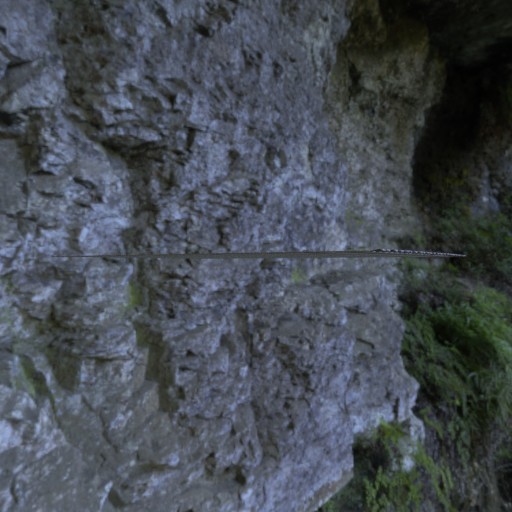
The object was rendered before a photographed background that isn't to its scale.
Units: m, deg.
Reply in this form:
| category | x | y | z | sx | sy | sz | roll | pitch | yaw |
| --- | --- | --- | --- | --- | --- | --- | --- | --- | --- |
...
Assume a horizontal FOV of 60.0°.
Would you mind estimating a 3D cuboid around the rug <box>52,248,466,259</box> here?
| category | x | y | z | sx | sy | sz | roll | pitch | yaw |
| --- | --- | --- | --- | --- | --- | --- | --- | --- | --- |
| rug | 0.000 | 0.000 | 3.855 | 3.040 | 0.017 | 2.030 | -1 | -1 | 36 |
